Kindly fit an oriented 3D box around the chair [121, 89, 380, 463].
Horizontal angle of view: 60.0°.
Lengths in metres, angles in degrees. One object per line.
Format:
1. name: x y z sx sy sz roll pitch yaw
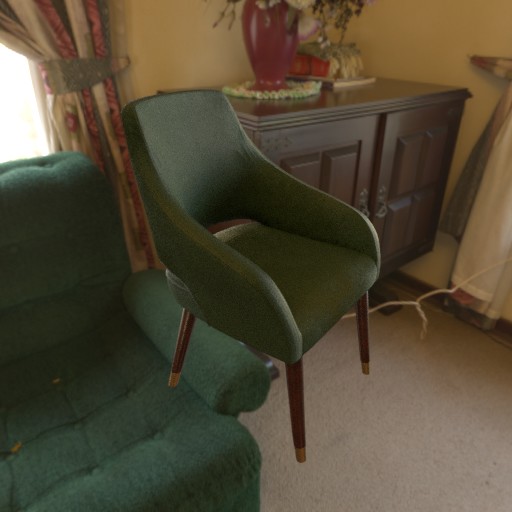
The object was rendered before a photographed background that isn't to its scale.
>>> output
1. chair: 0.000 0.000 1.627 0.794 1.081 0.683 19 32 32
